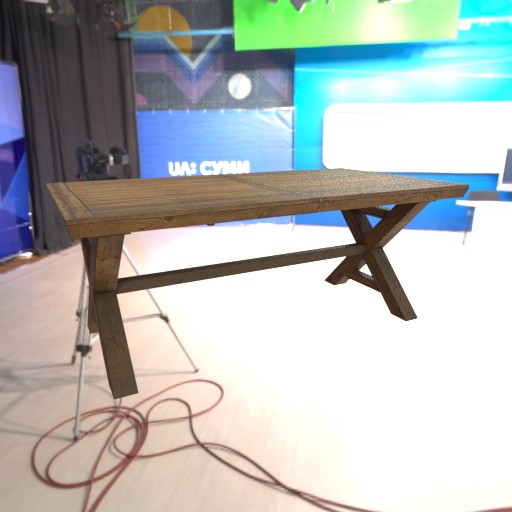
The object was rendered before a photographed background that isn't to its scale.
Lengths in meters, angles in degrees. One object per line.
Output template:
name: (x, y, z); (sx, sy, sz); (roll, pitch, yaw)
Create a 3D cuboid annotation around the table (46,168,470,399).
table: (0.000, 0.000, 2.451); (1.966, 0.793, 1.071); (-8, 18, -26)
